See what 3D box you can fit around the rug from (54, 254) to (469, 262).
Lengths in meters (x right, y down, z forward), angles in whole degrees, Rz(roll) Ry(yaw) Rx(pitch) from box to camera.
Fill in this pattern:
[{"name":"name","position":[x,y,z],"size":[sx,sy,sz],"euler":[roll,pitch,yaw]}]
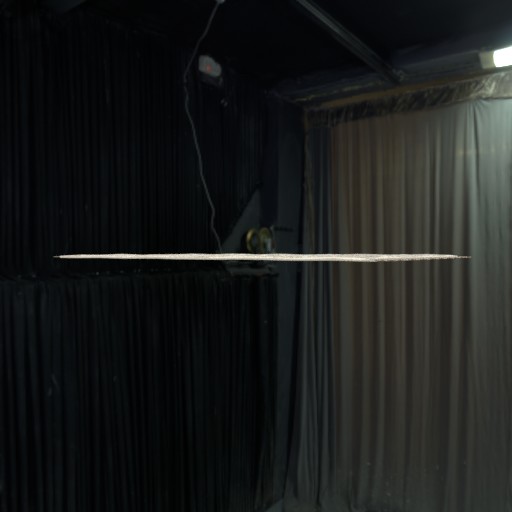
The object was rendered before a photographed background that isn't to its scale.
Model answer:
[{"name":"rug","position":[0.000,0.000,3.026],"size":[2.434,0.027,1.529],"euler":[0,1,36]}]
